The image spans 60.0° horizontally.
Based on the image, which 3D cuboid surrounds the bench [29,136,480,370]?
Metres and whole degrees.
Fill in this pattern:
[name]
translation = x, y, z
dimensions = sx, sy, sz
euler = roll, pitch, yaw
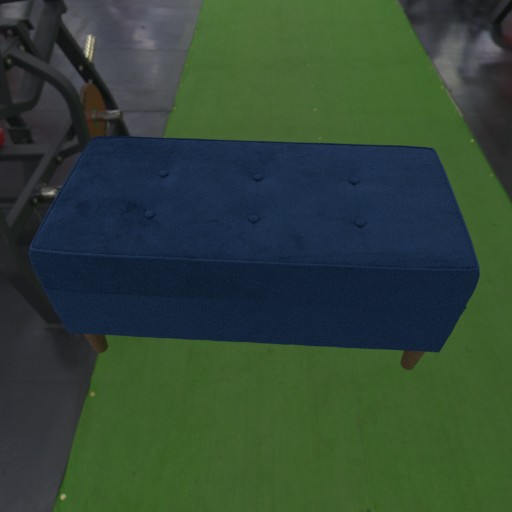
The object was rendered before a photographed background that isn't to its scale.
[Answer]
[bench]
translation = 0.000, 0.000, 1.276
dimensions = 1.010, 0.467, 0.489
euler = 3, 47, 2
